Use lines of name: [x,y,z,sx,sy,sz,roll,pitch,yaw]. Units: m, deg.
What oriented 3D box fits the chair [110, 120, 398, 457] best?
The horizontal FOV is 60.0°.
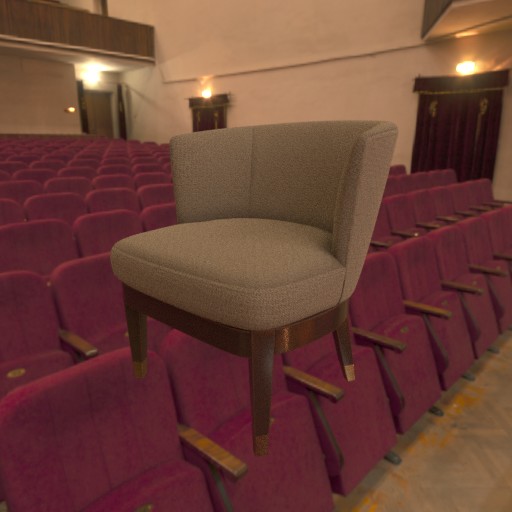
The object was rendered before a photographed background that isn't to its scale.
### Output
chair: [0.000,0.000,1.267,0.700,0.760,0.660,13,20,42]
